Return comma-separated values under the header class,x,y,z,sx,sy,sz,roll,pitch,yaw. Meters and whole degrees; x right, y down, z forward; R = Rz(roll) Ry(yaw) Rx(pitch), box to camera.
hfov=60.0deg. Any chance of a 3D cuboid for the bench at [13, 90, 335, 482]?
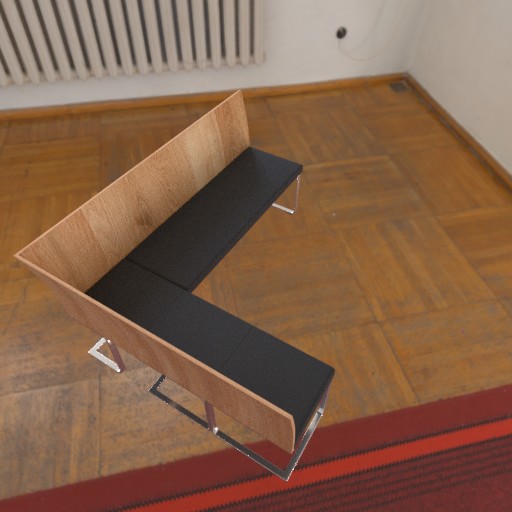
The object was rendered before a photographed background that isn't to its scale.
class,x,y,z,sx,sy,sz,roll,pitch,yaw
bench,0.000,0.000,2.730,1.495,0.930,1.945,24,52,21
